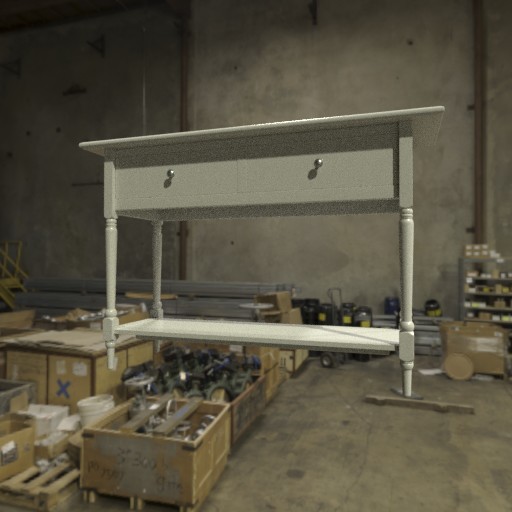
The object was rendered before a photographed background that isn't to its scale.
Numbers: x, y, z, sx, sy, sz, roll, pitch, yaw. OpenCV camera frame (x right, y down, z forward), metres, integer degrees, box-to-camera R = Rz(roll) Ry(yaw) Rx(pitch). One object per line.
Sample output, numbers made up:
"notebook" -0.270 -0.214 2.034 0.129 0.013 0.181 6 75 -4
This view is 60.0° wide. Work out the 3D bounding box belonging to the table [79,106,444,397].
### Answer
"table" 0.000 0.000 1.560 1.197 0.808 0.384 0 -1 18
